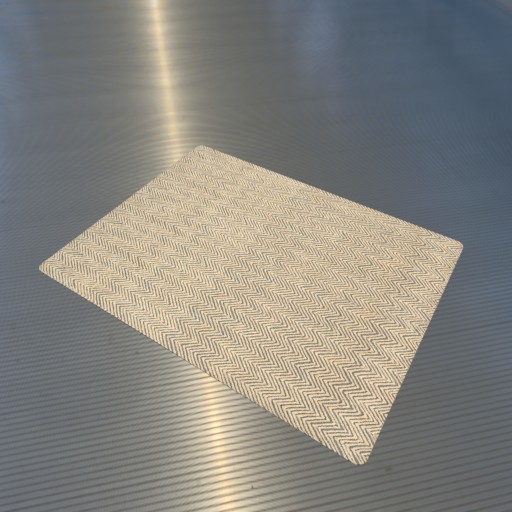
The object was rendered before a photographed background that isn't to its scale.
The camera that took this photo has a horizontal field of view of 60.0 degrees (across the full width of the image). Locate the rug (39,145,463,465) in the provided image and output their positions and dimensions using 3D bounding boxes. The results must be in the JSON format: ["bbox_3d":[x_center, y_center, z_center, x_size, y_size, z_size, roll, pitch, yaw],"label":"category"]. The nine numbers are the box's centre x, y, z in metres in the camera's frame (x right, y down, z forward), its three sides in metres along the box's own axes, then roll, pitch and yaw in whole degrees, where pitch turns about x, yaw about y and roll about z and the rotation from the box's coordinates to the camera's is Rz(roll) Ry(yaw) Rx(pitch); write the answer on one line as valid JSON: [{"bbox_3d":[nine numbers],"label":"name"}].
[{"bbox_3d":[0.000,0.000,4.152,3.207,0.014,2.439,25,51,22],"label":"rug"}]
